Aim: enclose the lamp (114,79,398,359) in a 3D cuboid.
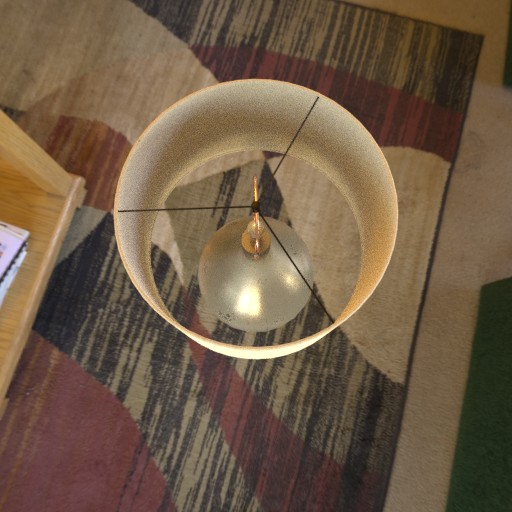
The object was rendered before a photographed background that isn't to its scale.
[{"bbox_3d":[0.000,0.000,0.732,0.330,0.521,0.330,0,78,0],"label":"lamp"}]
